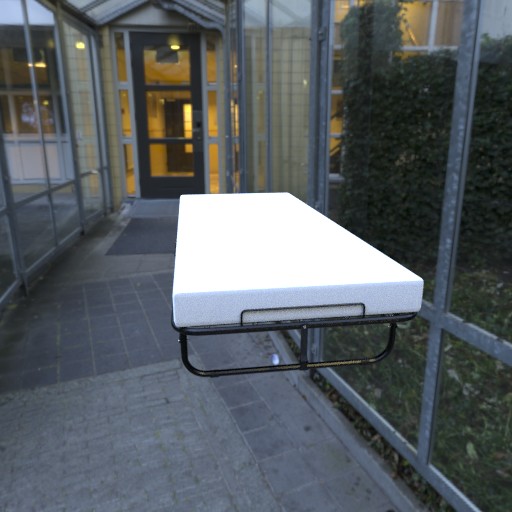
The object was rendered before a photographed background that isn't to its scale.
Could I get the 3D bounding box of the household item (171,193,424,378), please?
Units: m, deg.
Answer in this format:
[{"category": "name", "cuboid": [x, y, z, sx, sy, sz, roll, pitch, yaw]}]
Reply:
[{"category": "household item", "cuboid": [0.000, 0.000, 2.200, 0.787, 0.356, 1.905, -2, 16, -8]}]
